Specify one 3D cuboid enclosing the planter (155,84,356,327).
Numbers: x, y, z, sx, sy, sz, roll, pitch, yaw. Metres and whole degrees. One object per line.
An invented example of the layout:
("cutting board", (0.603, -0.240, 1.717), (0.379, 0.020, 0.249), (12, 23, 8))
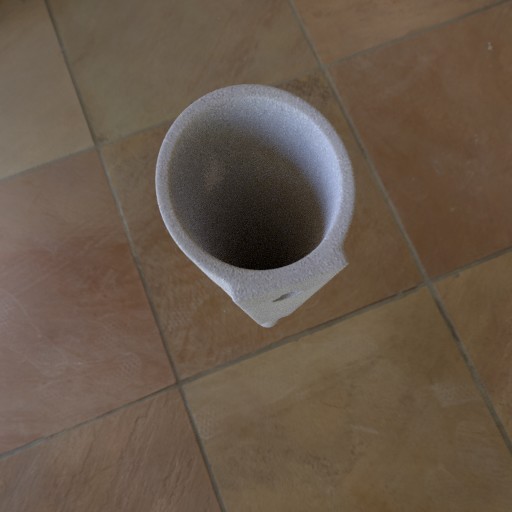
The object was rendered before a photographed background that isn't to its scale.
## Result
("planter", (0.000, 0.000, 0.299), (0.078, 0.259, 0.087), (-18, 78, -4))
